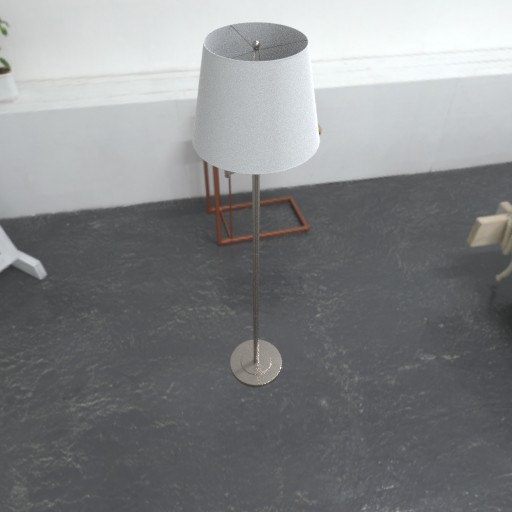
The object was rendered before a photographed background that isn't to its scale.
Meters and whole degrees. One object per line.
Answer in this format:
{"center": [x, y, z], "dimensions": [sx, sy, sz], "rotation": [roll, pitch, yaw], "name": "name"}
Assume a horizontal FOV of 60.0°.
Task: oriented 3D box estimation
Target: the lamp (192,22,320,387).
{"center": [0.000, 0.000, 1.584], "dimensions": [0.355, 1.473, 0.355], "rotation": [0, 46, 0], "name": "lamp"}
